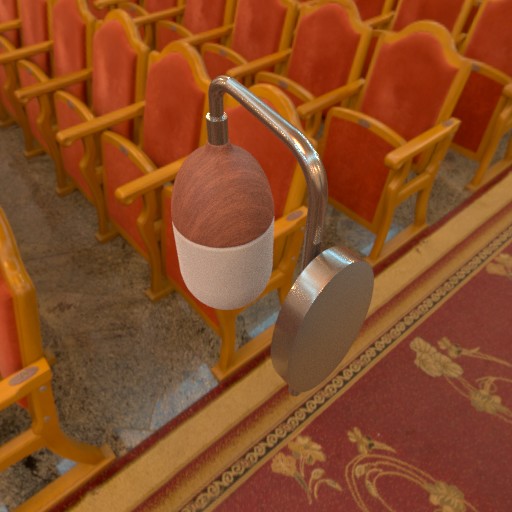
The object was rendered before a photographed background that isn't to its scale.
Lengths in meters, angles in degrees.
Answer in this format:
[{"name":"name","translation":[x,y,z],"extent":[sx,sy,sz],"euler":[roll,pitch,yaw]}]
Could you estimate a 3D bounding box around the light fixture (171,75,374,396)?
[{"name":"light fixture","translation":[0.000,0.000,0.450],"extent":[0.108,0.343,0.216],"euler":[-30,52,-27]}]
